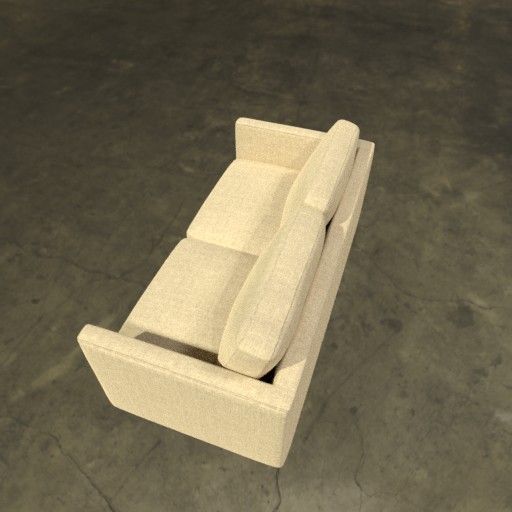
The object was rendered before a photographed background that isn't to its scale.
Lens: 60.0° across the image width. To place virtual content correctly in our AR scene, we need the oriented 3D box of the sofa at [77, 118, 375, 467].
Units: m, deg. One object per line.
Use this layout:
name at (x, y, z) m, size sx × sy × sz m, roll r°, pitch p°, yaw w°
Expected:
sofa at (0.000, 0.000, 2.497) m, size 0.950 × 0.963 × 1.884 m, roll 15°, pitch 49°, yaw 13°
